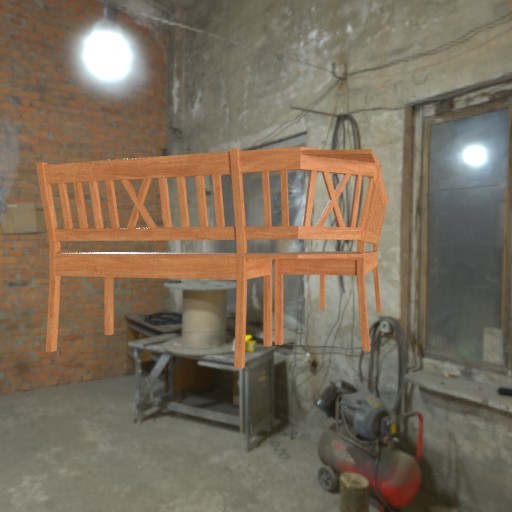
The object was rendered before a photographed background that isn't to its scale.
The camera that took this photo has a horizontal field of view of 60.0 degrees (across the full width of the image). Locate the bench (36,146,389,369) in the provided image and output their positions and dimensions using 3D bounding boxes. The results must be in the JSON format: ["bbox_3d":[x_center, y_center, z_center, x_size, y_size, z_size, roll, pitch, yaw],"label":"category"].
[{"bbox_3d":[0.000,0.000,2.767,1.537,0.902,1.937,0,1,18],"label":"bench"}]
